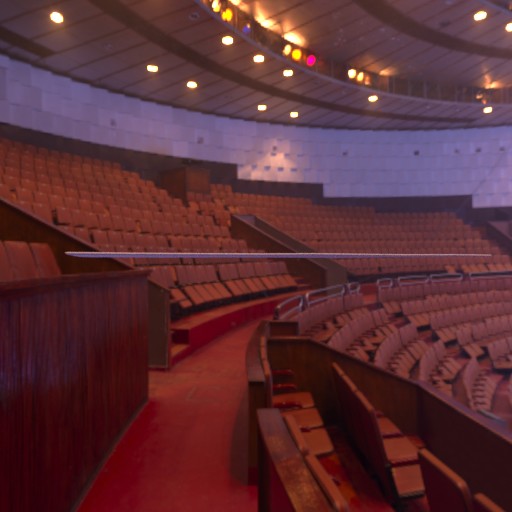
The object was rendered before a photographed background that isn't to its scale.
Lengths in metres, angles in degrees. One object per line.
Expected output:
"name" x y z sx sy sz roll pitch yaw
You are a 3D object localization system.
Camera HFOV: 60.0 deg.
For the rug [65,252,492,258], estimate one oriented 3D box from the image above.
"rug" 0.000 0.000 4.091 3.055 0.021 2.410 0 -1 -19
